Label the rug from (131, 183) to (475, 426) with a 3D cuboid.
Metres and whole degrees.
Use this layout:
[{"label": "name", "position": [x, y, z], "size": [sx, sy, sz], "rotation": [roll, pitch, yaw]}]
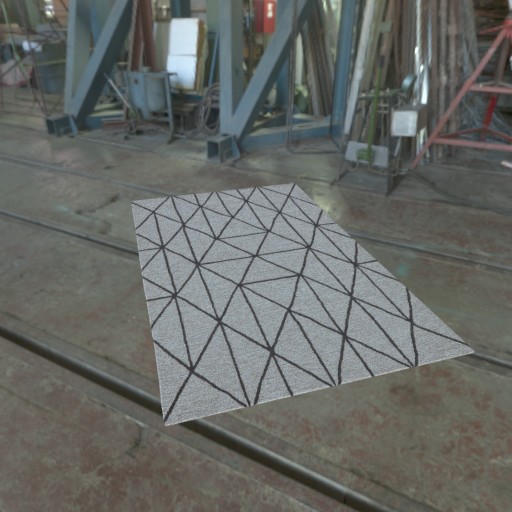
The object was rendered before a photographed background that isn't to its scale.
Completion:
[{"label": "rug", "position": [0.000, 0.000, 3.029], "size": [1.526, 0.008, 2.465], "rotation": [-9, 31, -15]}]
